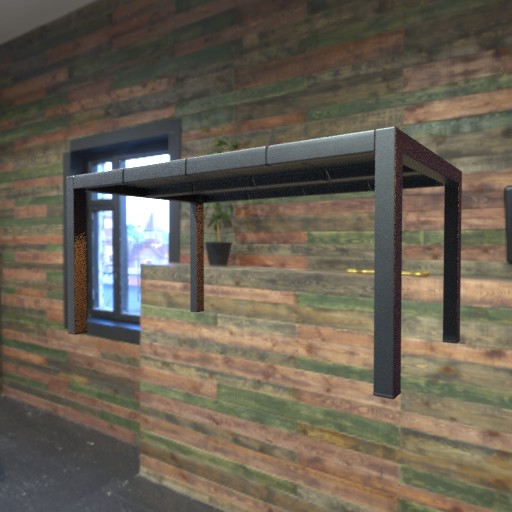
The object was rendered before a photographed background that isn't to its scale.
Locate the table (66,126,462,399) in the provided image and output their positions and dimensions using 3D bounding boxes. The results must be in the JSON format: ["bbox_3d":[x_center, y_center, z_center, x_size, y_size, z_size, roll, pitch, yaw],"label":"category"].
[{"bbox_3d":[0.000,0.000,1.249,0.965,0.460,0.559,1,2,35],"label":"table"}]
